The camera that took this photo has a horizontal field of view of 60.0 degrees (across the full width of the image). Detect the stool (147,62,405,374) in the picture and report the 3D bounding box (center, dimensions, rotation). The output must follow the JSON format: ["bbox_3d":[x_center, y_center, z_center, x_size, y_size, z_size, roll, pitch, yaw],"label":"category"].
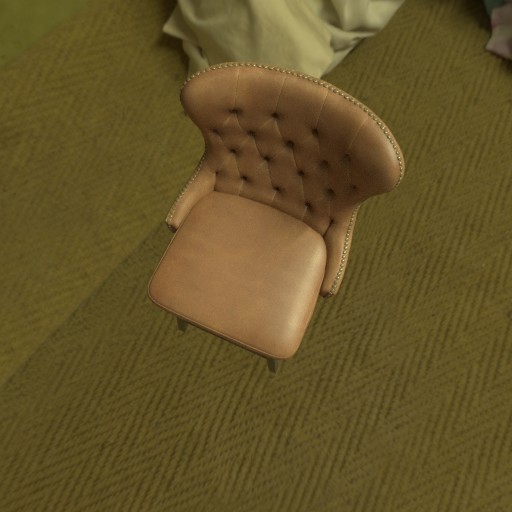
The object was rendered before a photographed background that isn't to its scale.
[{"bbox_3d":[0.000,0.000,1.384,0.528,1.050,0.601,23,77,6],"label":"stool"}]
